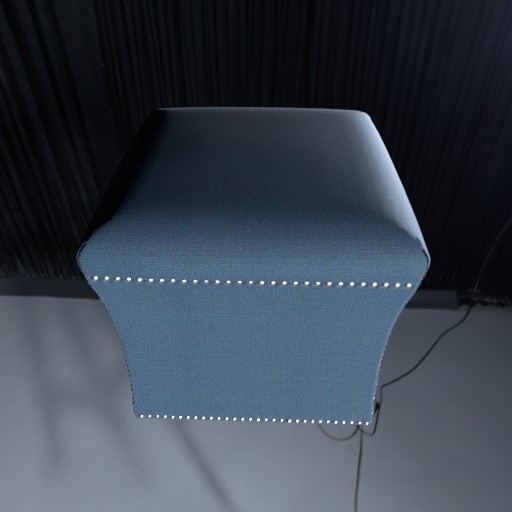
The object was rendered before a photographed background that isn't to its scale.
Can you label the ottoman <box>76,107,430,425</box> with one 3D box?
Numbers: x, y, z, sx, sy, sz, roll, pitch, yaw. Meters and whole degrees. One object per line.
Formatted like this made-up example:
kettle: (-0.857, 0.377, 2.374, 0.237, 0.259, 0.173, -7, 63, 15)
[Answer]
ottoman: (0.000, 0.000, 0.900, 0.497, 0.475, 0.507, 1, 40, 1)
